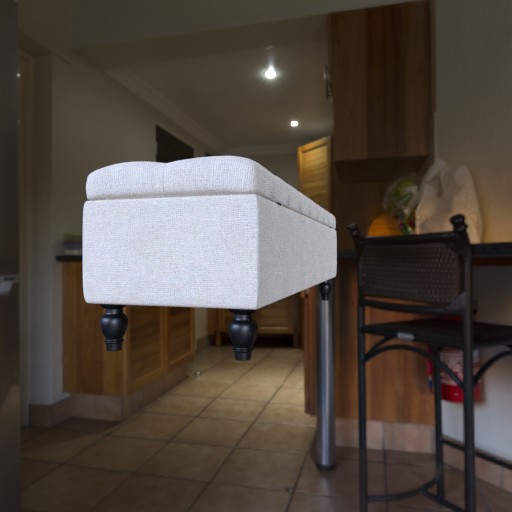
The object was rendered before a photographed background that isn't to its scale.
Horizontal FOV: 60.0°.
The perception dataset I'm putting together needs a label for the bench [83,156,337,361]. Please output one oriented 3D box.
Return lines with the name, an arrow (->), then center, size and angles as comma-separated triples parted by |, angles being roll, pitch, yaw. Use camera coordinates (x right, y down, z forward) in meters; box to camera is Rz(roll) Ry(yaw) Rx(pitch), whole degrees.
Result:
bench -> 0.000, 0.000, 1.716 | 0.455, 0.467, 1.480 | 0, 0, 17
